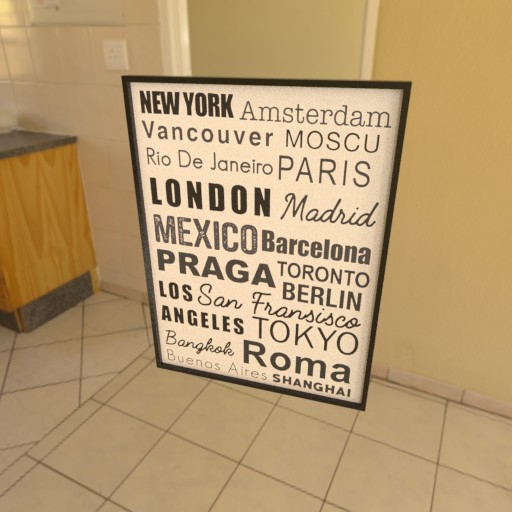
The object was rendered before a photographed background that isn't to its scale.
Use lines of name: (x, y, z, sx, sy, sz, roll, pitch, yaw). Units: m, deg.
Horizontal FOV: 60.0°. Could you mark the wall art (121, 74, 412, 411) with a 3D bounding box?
wall art: (0.000, 0.000, 1.401, 0.788, 1.046, 0.043, 7, 27, 15)
